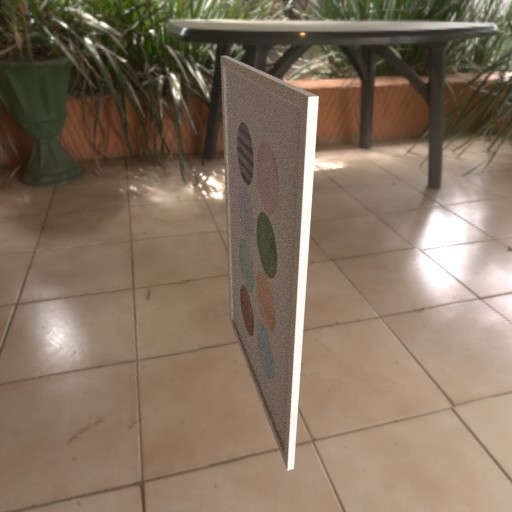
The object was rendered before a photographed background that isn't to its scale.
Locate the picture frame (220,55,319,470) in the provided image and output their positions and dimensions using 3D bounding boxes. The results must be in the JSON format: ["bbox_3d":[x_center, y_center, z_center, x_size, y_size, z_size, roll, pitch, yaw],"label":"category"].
[{"bbox_3d":[0.000,0.000,0.845,0.013,0.657,0.457,-8,31,-14],"label":"picture frame"}]
